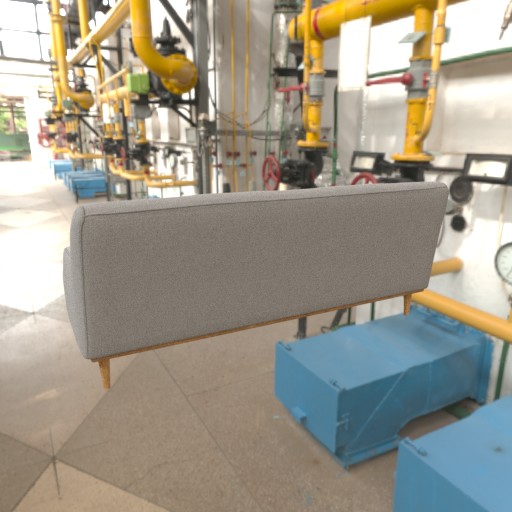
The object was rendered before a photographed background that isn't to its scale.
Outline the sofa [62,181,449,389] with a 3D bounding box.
[{"bbox_3d":[0.000,0.000,2.585,2.057,0.871,0.978,-8,17,-26],"label":"sofa"}]
